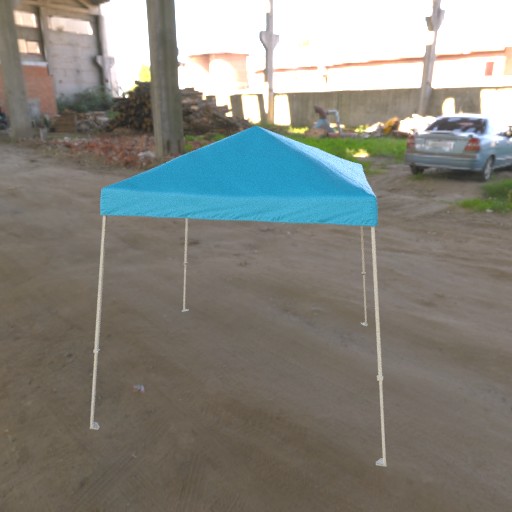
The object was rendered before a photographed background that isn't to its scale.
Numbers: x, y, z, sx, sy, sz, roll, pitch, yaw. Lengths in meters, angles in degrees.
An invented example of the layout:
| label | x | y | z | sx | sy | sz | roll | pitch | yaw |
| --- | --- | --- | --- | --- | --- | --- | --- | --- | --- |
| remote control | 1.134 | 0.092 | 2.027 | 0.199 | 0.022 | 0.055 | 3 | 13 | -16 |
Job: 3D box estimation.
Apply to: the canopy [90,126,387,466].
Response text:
| label | x | y | z | sx | sy | sz | roll | pitch | yaw |
| --- | --- | --- | --- | --- | --- | --- | --- | --- | --- |
| canopy | 0.000 | 0.000 | 6.388 | 3.599 | 3.600 | 3.600 | 3 | 18 | 10 |
